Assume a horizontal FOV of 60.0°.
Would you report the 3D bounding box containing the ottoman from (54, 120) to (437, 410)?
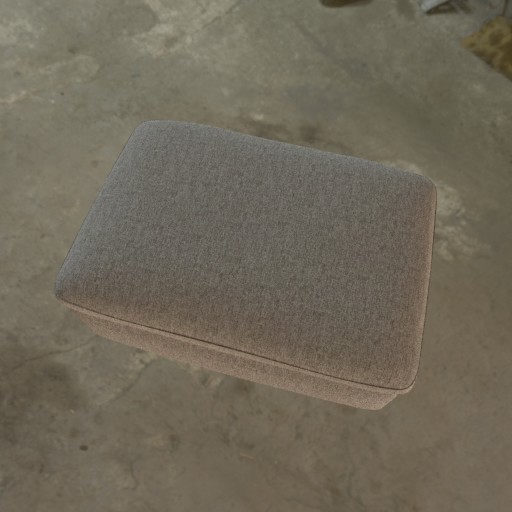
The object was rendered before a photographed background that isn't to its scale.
[{"bbox_3d":[0.000,0.000,1.376,0.977,0.451,0.694,14,63,7],"label":"ottoman"}]
